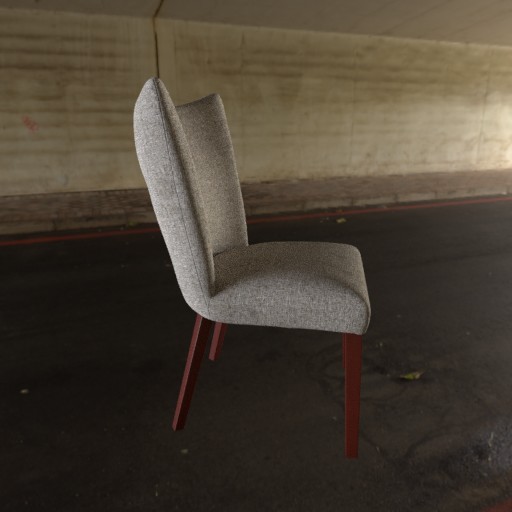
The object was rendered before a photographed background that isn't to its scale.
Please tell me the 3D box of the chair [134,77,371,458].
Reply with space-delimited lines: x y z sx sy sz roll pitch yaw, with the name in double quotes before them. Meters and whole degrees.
"chair" 0.000 0.000 1.282 0.623 0.924 0.535 3 17 9
